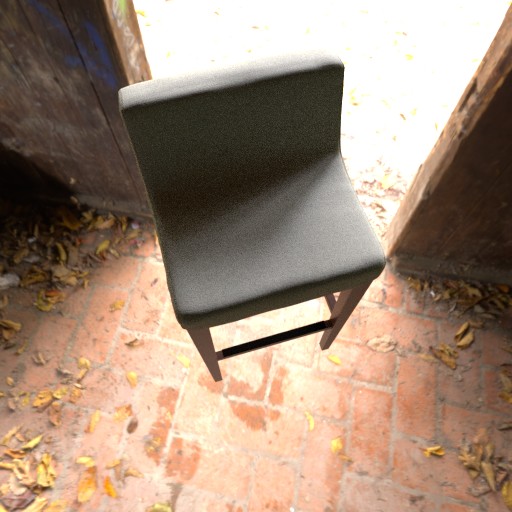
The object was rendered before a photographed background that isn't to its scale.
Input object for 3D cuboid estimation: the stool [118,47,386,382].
[{"bbox_3d":[0.000,0.000,1.342,0.511,1.037,0.500,-15,65,-7],"label":"stool"}]
